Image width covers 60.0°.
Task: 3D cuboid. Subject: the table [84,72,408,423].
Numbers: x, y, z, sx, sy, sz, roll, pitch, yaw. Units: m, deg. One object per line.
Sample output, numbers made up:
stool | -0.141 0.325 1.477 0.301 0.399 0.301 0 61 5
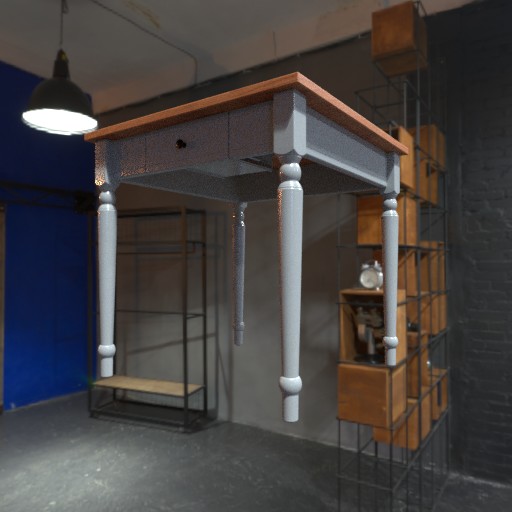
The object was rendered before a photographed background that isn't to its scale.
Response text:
table | 0.000 0.000 1.423 0.747 0.738 0.747 -1 -1 36
